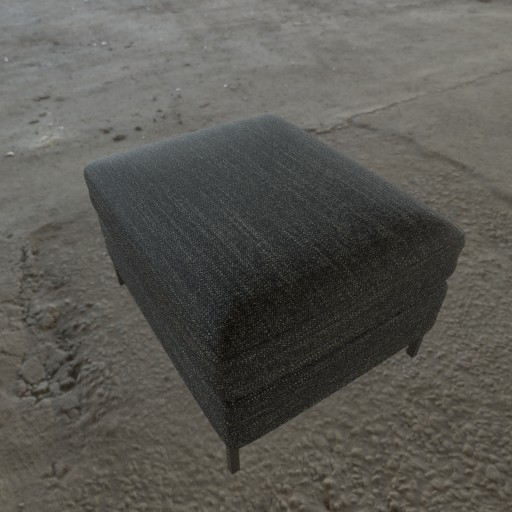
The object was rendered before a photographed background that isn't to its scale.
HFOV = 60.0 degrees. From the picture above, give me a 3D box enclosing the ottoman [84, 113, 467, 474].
[{"bbox_3d":[0.000,0.000,1.236,0.667,0.491,0.814,-23,46,-24],"label":"ottoman"}]
